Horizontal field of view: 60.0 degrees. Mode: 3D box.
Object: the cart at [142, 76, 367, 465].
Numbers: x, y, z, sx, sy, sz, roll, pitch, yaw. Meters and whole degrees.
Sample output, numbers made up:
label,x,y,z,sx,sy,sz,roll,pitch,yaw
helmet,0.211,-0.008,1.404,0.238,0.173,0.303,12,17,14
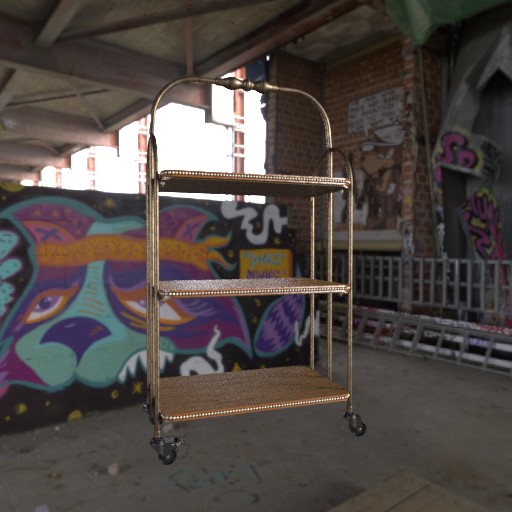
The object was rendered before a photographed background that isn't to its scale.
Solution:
label,x,y,z,sx,sy,sz,roll,pitch,yaw
cart,0.000,0.000,1.333,0.650,1.052,0.330,0,1,-18
